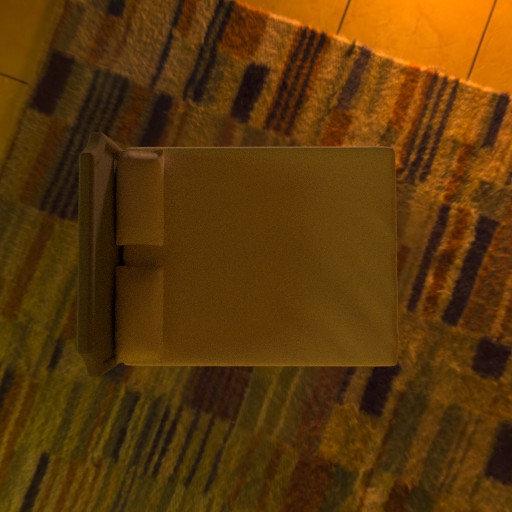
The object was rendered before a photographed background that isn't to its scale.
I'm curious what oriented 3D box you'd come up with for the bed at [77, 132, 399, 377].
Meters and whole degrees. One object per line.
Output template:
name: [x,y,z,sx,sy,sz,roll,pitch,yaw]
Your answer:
bed: [0.000,0.000,3.707,2.464,1.306,1.977,0,88,1]
